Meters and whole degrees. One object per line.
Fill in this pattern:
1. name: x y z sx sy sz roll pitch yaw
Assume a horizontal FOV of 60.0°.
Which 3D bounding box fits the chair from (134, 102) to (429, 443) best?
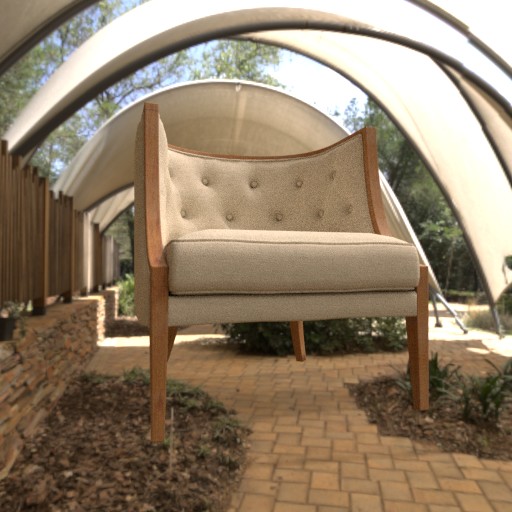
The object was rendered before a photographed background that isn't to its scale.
1. chair: 0.000 0.000 1.346 0.711 0.775 0.757 0 -1 -18
